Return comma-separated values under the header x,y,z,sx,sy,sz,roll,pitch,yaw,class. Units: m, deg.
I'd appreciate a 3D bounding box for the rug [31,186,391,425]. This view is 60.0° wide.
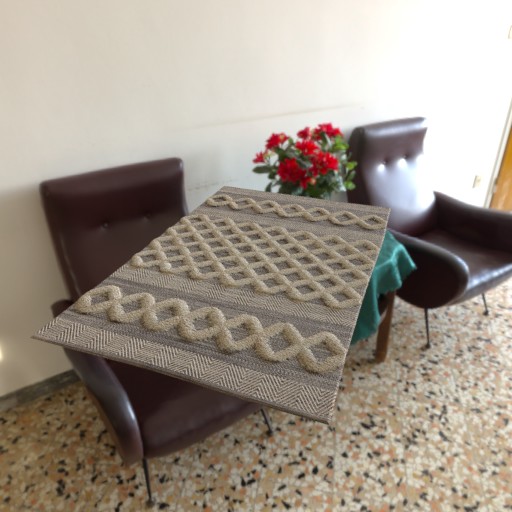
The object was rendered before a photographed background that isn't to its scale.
x,y,z,sx,sy,sz,roll,pitch,yaw,class
0.000,0.000,2.916,1.513,0.033,2.333,10,30,18,rug
